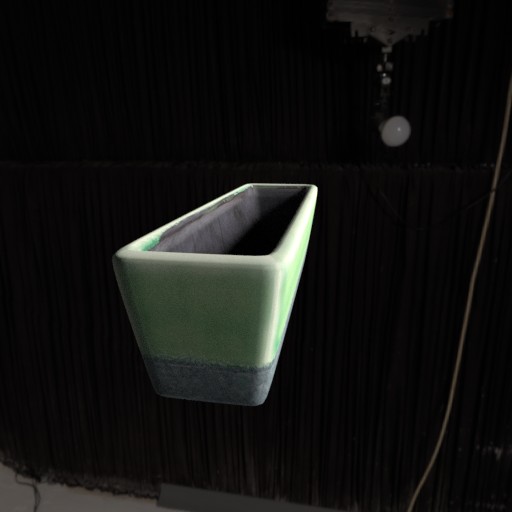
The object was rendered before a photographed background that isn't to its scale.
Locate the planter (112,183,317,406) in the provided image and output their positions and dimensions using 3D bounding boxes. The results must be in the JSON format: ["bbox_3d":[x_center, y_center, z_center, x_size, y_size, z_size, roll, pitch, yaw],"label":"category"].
[{"bbox_3d":[0.000,0.000,0.307,0.072,0.072,0.275,3,15,10],"label":"planter"}]
